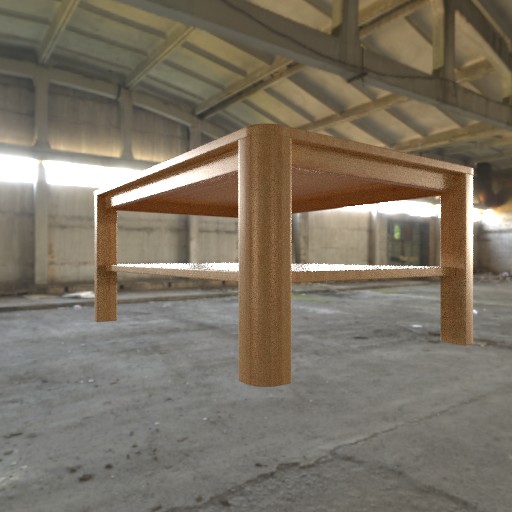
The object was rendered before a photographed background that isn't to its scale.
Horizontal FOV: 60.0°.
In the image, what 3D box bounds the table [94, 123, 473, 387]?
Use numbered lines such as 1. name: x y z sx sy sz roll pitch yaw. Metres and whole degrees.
1. table: 0.000 0.000 1.337 0.696 0.445 0.997 0 0 -36
